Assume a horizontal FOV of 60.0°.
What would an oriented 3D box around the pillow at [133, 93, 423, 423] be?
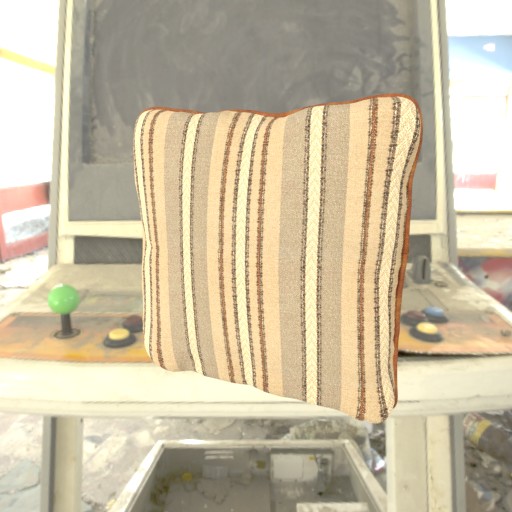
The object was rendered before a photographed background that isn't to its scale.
[{"bbox_3d":[0.000,0.000,0.734,0.489,0.490,0.130,7,15,26],"label":"pillow"}]
